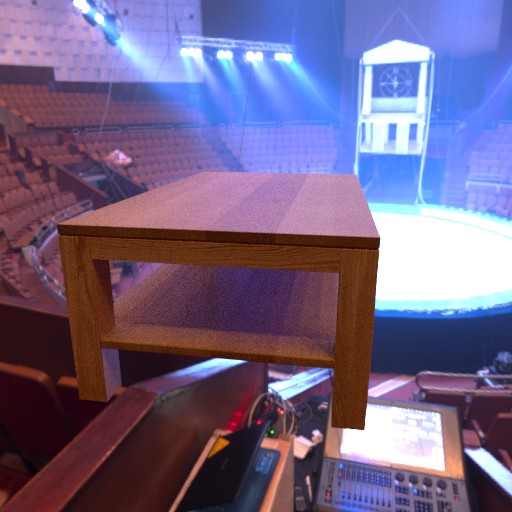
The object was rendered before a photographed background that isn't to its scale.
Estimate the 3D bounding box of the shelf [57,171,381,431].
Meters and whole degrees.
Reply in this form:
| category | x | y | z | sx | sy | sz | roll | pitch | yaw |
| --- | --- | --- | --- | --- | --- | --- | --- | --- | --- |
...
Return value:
| category | x | y | z | sx | sy | sz | roll | pitch | yaw |
| --- | --- | --- | --- | --- | --- | --- | --- | --- | --- |
| shelf | 0.000 | 0.000 | 1.534 | 0.700 | 0.450 | 1.150 | 3 | 17 | 10 |
